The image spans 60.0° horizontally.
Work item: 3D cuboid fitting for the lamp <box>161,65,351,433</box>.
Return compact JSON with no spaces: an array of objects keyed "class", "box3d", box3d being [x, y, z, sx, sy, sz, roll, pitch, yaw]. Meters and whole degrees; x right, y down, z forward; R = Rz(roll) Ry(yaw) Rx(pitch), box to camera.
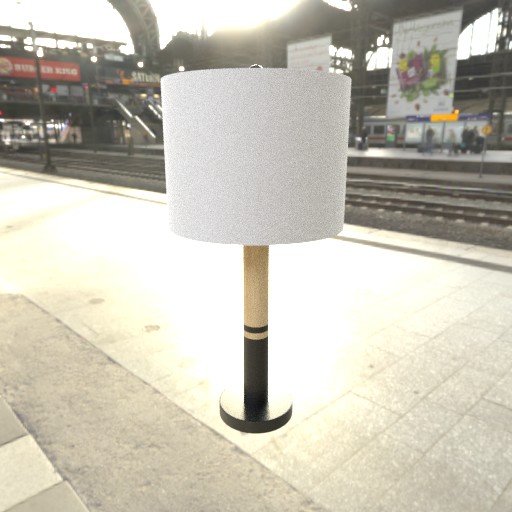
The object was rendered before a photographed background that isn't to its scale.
[{"class":"lamp","box3d":[0.000,0.000,0.801,0.305,0.640,0.305,14,21,42]}]
